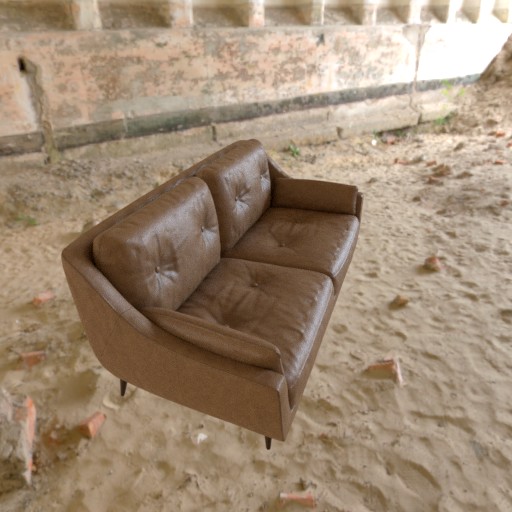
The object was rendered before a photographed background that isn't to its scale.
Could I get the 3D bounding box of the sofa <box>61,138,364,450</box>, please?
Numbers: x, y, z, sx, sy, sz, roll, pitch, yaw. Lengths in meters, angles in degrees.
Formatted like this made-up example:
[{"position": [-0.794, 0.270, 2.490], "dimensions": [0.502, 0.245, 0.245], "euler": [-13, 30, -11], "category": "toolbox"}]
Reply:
[{"position": [0.000, 0.000, 2.333], "dimensions": [0.904, 0.839, 1.902], "euler": [10, 30, 17], "category": "sofa"}]
